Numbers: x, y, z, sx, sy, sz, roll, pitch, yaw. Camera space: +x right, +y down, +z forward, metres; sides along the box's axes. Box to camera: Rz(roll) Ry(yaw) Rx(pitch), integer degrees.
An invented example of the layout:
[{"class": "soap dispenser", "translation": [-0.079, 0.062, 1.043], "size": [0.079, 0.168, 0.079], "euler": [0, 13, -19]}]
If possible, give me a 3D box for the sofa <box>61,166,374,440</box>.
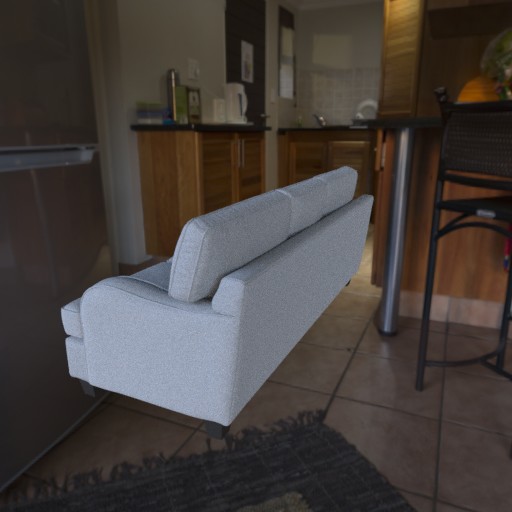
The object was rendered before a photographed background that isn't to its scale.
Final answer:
[{"class": "sofa", "translation": [0.000, 0.000, 2.885], "size": [1.016, 0.997, 2.323], "euler": [8, 18, 25]}]
